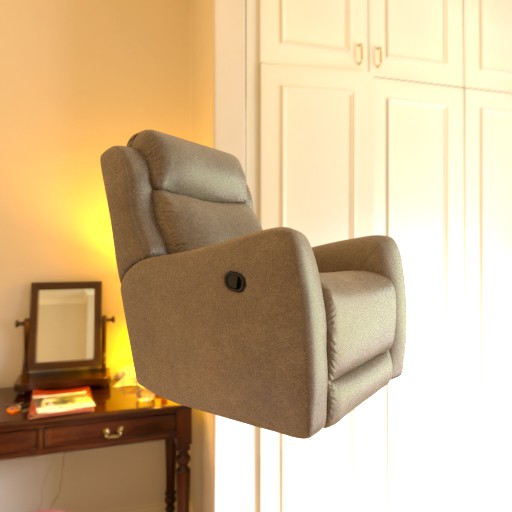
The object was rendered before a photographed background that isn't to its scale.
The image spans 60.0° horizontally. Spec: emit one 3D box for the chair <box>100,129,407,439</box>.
[{"bbox_3d":[0.000,0.000,1.953,1.068,1.116,0.965,0,0,36],"label":"chair"}]
